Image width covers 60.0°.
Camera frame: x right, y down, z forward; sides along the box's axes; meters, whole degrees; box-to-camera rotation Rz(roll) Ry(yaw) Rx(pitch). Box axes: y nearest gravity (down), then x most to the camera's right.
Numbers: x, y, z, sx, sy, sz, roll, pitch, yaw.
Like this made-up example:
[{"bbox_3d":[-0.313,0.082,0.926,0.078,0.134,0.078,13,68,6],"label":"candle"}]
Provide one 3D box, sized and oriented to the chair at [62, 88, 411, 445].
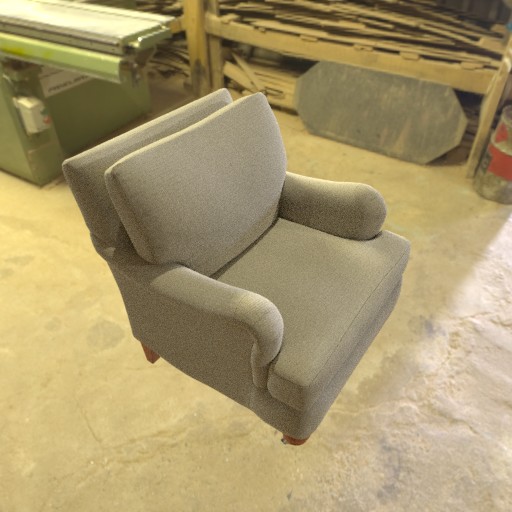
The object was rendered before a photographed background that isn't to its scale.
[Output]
[{"bbox_3d":[0.000,0.000,1.863,1.070,1.038,0.955,25,46,26],"label":"chair"}]
